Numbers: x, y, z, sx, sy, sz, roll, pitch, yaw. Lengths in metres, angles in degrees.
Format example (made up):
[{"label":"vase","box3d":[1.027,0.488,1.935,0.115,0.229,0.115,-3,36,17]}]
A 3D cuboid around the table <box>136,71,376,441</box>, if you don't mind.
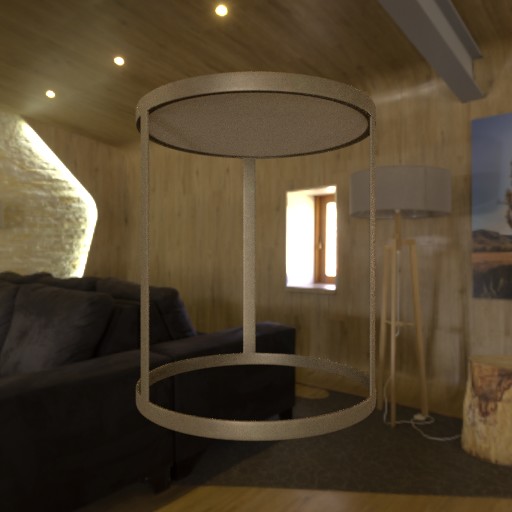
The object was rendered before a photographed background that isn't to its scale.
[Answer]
[{"label":"table","box3d":[0.000,0.000,0.917,0.480,0.565,0.480,0,0,0]}]
